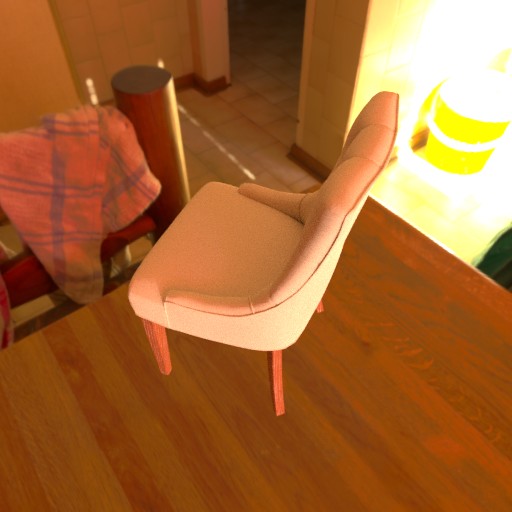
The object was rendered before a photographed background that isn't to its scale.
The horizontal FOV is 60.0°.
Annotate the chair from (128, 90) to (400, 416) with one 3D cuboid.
[{"bbox_3d":[0.000,0.000,1.228,0.565,0.874,0.509,17,50,15],"label":"chair"}]
